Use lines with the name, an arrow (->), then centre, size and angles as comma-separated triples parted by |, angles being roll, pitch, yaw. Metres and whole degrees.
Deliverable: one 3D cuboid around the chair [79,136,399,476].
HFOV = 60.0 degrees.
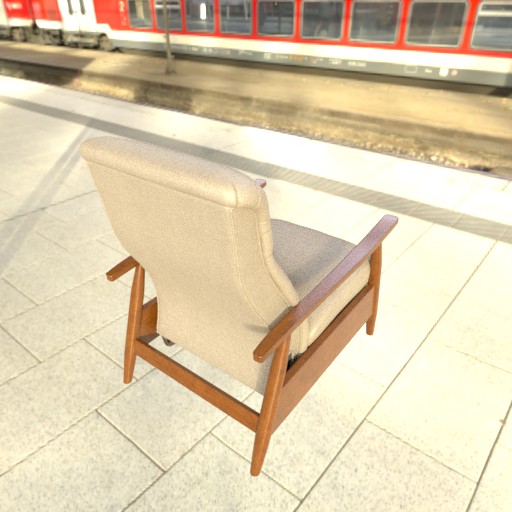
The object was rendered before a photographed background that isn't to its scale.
chair -> 0.000, 0.000, 1.786 | 0.762, 1.082, 1.032 | 21, 37, 32
